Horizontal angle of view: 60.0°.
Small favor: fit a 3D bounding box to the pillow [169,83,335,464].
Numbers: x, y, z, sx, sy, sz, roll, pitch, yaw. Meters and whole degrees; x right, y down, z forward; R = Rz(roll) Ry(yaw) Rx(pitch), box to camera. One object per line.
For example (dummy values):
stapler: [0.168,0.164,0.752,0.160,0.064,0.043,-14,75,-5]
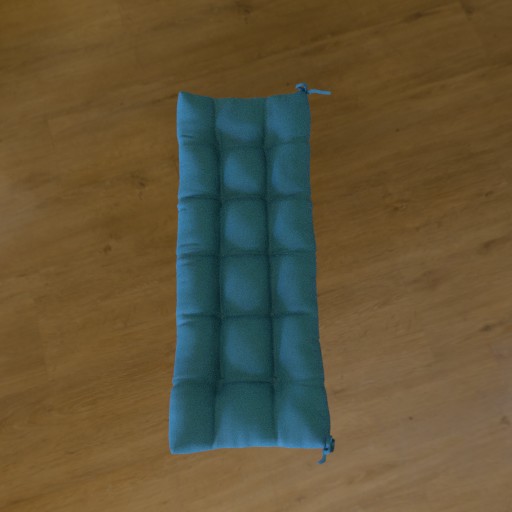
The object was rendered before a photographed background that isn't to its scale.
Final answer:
pillow: [0.000,0.000,1.359,0.511,0.174,1.194,-1,75,0]
